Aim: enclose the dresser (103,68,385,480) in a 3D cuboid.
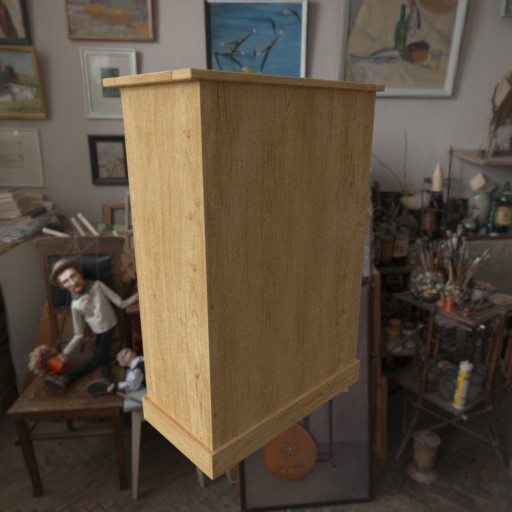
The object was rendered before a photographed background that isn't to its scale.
[{"bbox_3d":[0.000,0.000,1.765,0.915,1.300,0.485,-16,24,-41],"label":"dresser"}]
